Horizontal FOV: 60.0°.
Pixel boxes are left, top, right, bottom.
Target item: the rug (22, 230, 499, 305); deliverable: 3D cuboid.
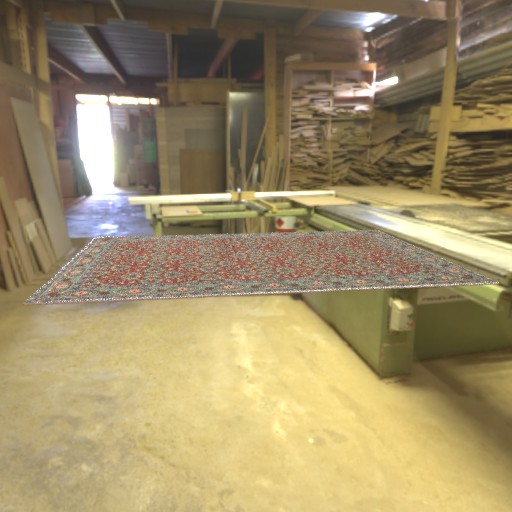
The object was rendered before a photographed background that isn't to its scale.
[{"bbox_3d":[0.000,0.000,2.258,1.829,0.009,1.219,-2,14,-8],"label":"rug"}]
